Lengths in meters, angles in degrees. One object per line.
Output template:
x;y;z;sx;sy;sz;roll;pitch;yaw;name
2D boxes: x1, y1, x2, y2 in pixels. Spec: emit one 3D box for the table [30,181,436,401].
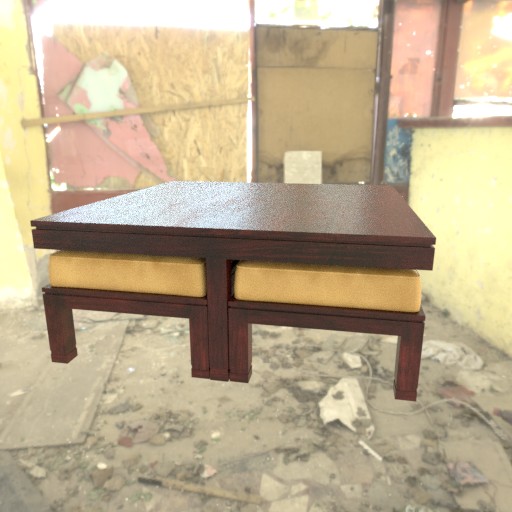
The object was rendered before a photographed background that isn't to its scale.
0.000;0.000;1.373;0.865;0.356;0.865;3;16;11;table
